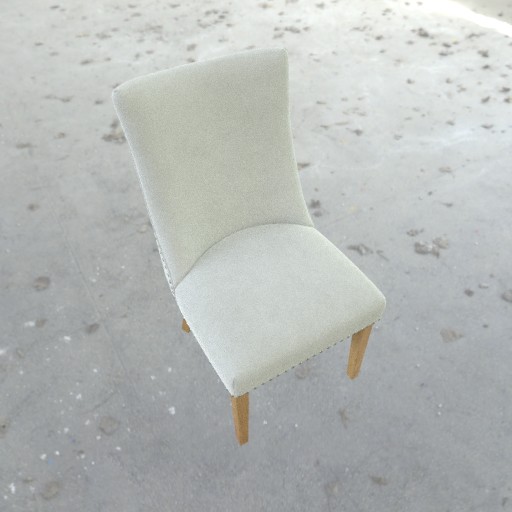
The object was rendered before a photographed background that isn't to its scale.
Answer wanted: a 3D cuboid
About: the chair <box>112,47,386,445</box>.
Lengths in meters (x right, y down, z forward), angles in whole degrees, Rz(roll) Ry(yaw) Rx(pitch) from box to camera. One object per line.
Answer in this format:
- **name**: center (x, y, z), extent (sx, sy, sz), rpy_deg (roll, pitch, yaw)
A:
- **chair**: center (0.000, 0.000, 1.258), extent (0.495, 0.902, 0.610), rpy_deg (-23, 51, -20)
